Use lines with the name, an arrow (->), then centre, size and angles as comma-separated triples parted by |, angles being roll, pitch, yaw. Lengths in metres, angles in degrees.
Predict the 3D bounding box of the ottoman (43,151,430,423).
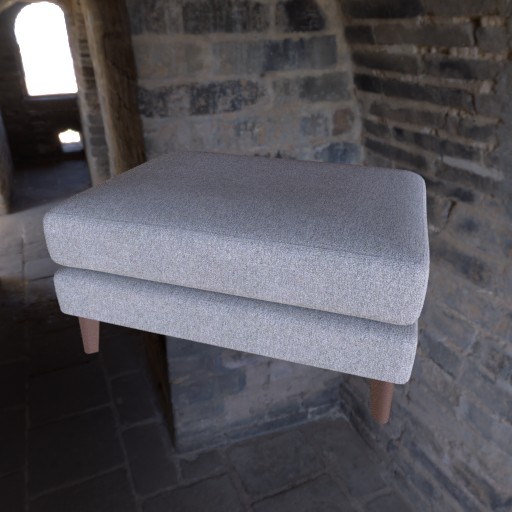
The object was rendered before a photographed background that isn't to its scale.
ottoman -> 0.000, 0.000, 1.186 | 0.821, 0.441, 0.611 | 8, 28, 16
